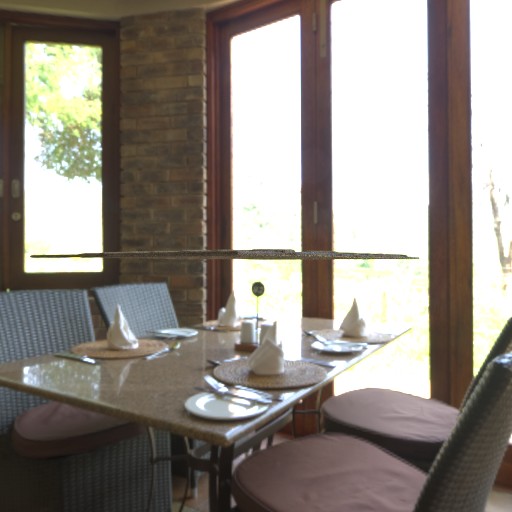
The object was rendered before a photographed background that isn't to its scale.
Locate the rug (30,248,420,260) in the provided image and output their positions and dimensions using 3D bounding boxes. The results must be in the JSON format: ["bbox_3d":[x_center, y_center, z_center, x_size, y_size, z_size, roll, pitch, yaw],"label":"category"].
[{"bbox_3d":[0.000,0.000,2.390,1.222,0.030,1.823,-1,-1,36],"label":"rug"}]
